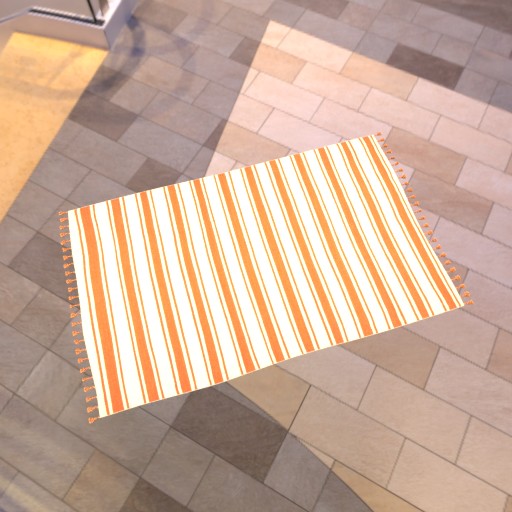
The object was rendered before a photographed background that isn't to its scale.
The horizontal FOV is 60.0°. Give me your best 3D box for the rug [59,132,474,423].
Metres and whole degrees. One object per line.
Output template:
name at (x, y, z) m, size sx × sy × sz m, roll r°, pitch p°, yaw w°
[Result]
rug at (0.000, 0.000, 2.503) m, size 2.092 × 0.017 × 1.232 m, roll -15°, pitch 66°, yaw -7°
